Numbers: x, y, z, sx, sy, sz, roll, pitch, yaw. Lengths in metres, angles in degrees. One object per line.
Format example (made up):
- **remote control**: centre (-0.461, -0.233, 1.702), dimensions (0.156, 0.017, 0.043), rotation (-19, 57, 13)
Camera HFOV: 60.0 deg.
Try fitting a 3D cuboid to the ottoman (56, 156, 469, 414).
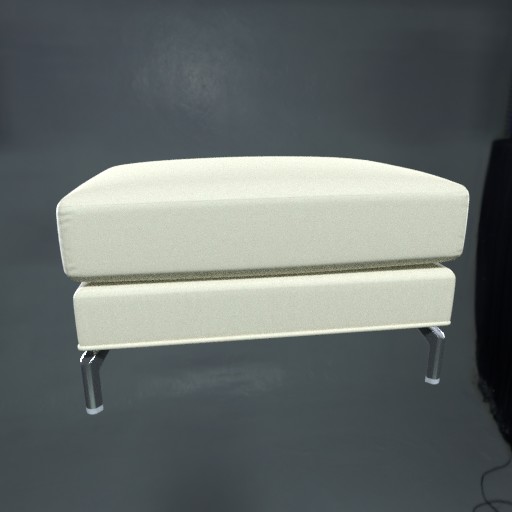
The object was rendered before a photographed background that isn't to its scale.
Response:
- **ottoman**: centre (0.000, 0.000, 1.179), dimensions (0.835, 0.497, 0.581), rotation (-2, 17, -8)
